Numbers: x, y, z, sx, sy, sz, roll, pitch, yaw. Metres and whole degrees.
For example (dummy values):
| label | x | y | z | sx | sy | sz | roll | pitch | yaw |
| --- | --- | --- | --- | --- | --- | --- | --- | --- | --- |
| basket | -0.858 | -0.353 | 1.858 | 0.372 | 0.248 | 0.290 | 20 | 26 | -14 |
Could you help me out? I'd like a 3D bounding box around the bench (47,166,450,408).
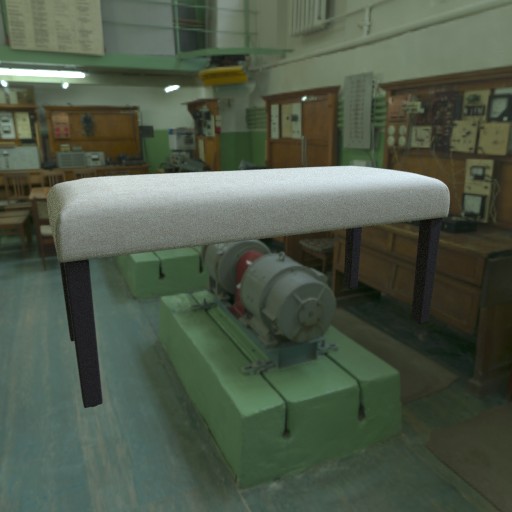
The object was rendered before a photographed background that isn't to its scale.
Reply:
| label | x | y | z | sx | sy | sz | roll | pitch | yaw |
| --- | --- | --- | --- | --- | --- | --- | --- | --- | --- |
| bench | 0.000 | 0.000 | 1.235 | 1.013 | 0.456 | 0.407 | -8 | 18 | -25 |
